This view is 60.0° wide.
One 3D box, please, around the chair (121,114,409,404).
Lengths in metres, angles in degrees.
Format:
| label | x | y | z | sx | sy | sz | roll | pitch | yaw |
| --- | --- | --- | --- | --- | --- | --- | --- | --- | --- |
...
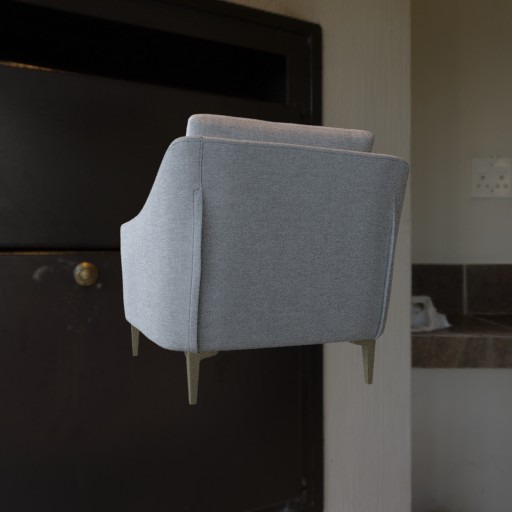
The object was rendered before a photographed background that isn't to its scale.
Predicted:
| label | x | y | z | sx | sy | sz | roll | pitch | yaw |
| --- | --- | --- | --- | --- | --- | --- | --- | --- | --- |
| chair | 0.000 | 0.000 | 1.753 | 0.986 | 0.902 | 0.961 | 0 | 0 | -20 |
